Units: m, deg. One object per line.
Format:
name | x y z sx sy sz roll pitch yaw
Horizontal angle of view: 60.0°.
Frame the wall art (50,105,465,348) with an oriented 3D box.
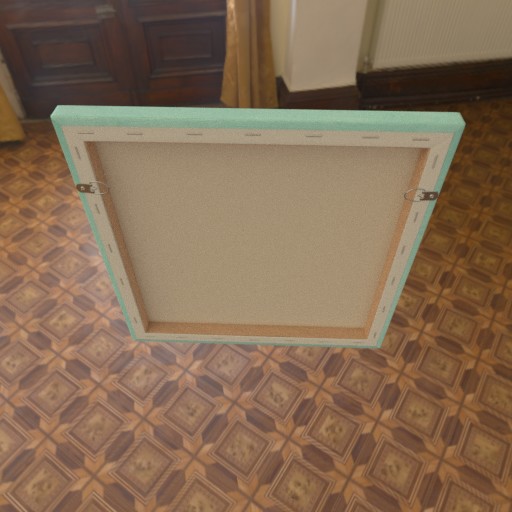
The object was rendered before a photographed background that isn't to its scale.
wall art | 0.000 0.000 1.545 1.071 1.073 0.070 1 47 1
